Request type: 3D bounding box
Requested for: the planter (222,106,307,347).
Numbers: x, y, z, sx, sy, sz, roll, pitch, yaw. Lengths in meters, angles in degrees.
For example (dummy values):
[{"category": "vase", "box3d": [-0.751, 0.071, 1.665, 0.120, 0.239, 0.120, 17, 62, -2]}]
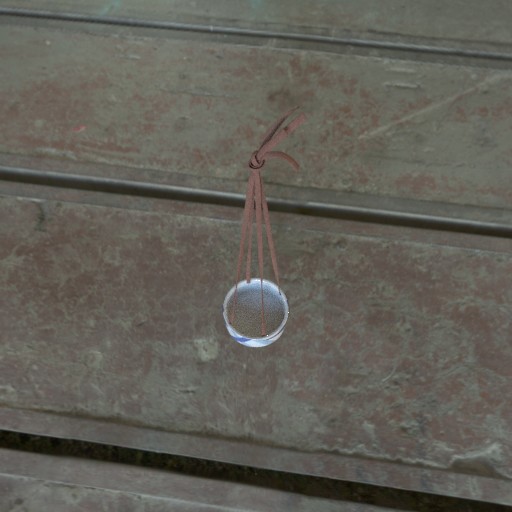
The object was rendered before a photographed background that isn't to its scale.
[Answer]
[{"category": "planter", "box3d": [0.000, 0.000, 0.830, 0.166, 0.751, 0.166, -35, 69, -16]}]
